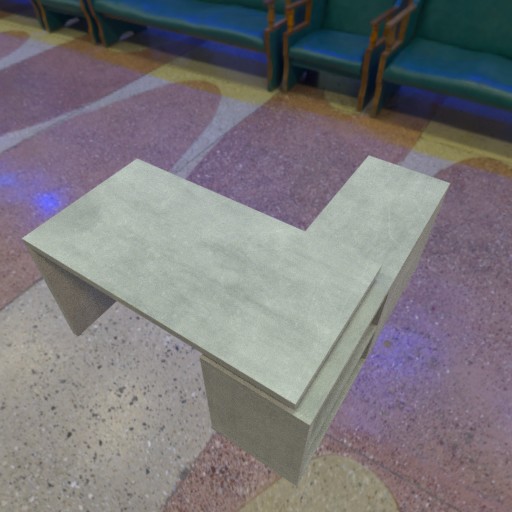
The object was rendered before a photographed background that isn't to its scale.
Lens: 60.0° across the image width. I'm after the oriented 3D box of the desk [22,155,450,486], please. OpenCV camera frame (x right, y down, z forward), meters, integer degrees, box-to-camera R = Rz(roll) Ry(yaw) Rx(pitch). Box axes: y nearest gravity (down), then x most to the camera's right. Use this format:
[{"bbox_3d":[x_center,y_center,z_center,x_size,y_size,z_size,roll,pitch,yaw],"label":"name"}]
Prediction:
[{"bbox_3d":[0.000,0.000,2.320,1.400,0.740,1.500,26,52,22],"label":"desk"}]
